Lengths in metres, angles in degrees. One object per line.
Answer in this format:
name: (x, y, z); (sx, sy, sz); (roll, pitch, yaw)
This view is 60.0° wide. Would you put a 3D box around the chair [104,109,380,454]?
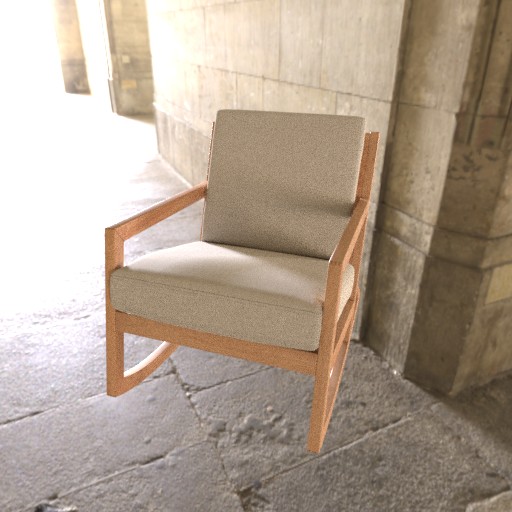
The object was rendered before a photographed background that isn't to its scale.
chair: (0.000, 0.000, 1.421); (0.622, 0.790, 0.857); (9, 28, 17)
